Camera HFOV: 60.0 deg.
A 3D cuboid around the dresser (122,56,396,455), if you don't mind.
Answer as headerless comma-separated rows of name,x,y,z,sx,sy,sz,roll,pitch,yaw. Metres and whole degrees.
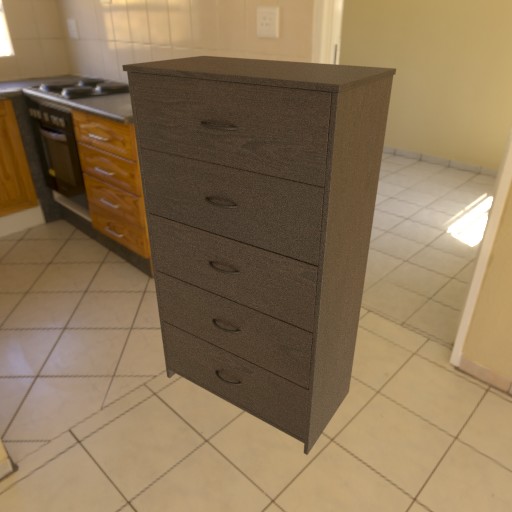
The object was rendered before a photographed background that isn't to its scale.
dresser,0.000,0.000,1.587,0.704,1.254,0.418,18,34,29
